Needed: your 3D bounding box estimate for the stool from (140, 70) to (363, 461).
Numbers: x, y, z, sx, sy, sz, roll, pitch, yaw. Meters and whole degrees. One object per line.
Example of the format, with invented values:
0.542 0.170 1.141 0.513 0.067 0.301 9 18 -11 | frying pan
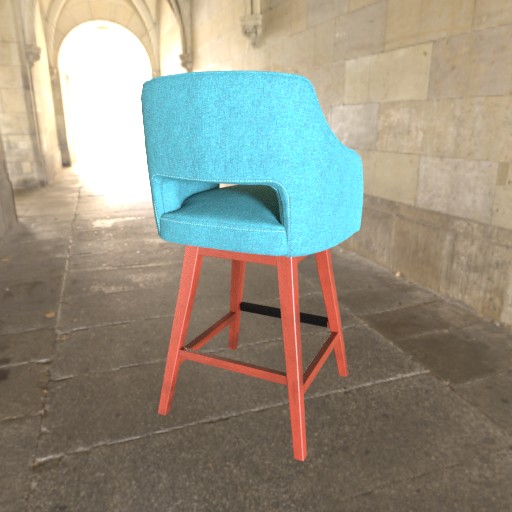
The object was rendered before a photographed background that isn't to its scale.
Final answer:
0.000 0.000 1.307 0.548 0.961 0.556 8 18 24 | stool
